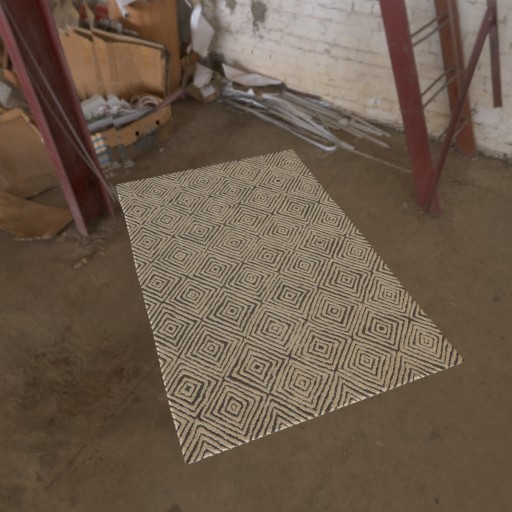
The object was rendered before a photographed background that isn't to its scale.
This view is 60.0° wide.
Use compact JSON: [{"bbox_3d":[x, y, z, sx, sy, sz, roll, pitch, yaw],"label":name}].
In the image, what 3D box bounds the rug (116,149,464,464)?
[{"bbox_3d":[0.000,0.000,2.253,1.177,0.004,1.750,-15,46,-14],"label":"rug"}]
